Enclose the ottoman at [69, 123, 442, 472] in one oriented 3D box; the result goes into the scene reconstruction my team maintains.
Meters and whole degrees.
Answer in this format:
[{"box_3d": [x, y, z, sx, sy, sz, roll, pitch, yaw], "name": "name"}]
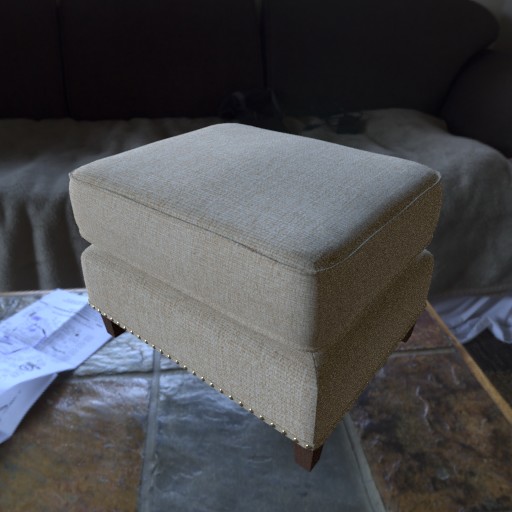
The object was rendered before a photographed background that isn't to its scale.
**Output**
[{"box_3d": [0.000, 0.000, 1.124, 0.738, 0.537, 0.589, 22, 38, 32], "name": "ottoman"}]
